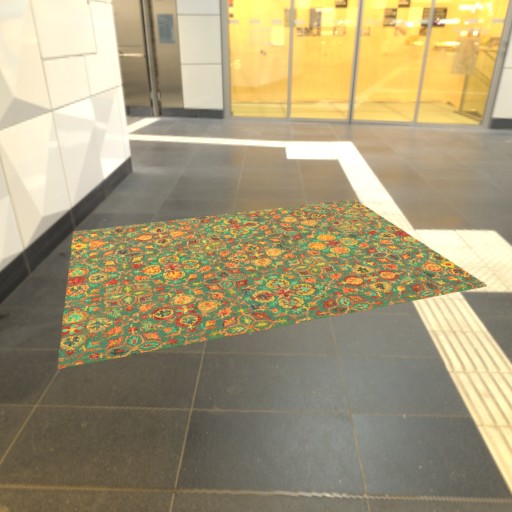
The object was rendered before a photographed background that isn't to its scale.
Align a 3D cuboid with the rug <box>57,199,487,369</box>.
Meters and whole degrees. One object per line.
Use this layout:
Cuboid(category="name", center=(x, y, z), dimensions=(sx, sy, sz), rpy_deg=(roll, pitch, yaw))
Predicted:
Cuboid(category="rug", center=(0.000, 0.000, 2.867), dimensions=(2.290, 0.016, 1.527), rpy_deg=(-8, 28, -16))
